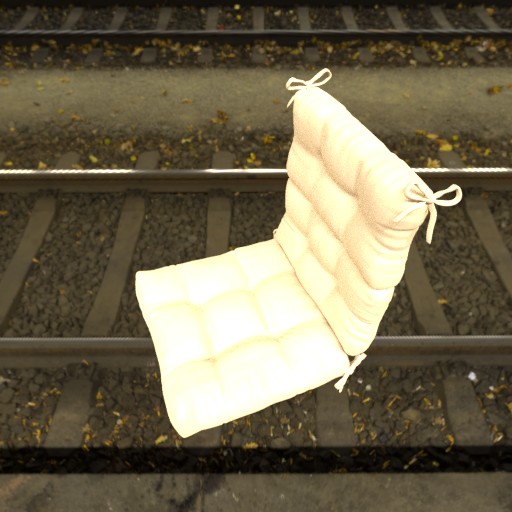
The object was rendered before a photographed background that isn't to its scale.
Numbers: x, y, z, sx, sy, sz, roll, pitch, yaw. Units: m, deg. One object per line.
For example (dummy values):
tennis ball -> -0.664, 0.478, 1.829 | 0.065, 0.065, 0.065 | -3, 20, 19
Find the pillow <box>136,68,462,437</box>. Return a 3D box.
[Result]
pillow -> 0.000, 0.000, 1.026 | 0.571, 0.605, 0.519 | -16, 48, -15
